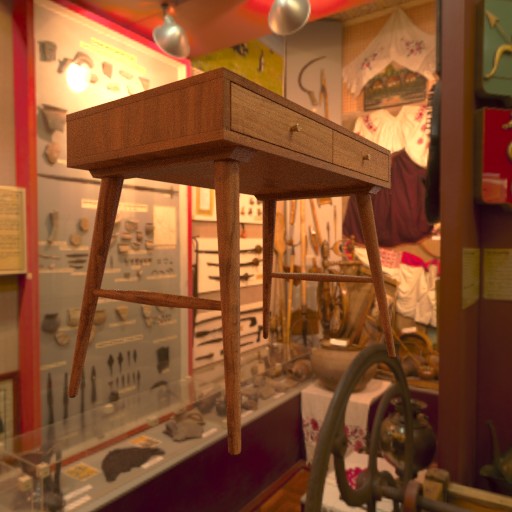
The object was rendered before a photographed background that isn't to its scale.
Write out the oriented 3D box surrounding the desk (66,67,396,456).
[{"bbox_3d":[0.000,0.000,1.403,0.588,0.758,0.949,1,2,36],"label":"desk"}]
